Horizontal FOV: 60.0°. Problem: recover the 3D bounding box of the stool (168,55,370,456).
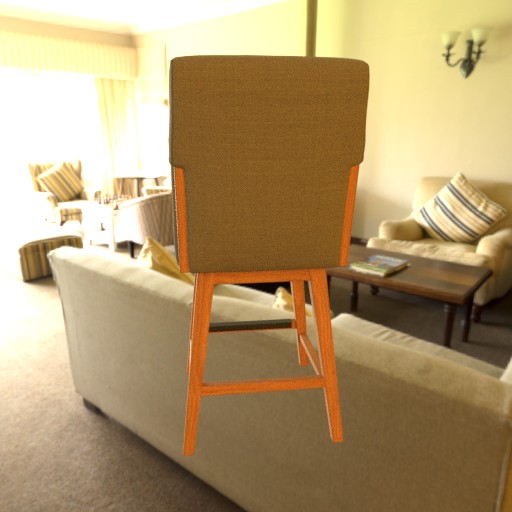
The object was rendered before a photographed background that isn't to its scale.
[{"bbox_3d":[0.000,0.000,1.305,0.459,1.019,0.570,-2,17,-7],"label":"stool"}]
